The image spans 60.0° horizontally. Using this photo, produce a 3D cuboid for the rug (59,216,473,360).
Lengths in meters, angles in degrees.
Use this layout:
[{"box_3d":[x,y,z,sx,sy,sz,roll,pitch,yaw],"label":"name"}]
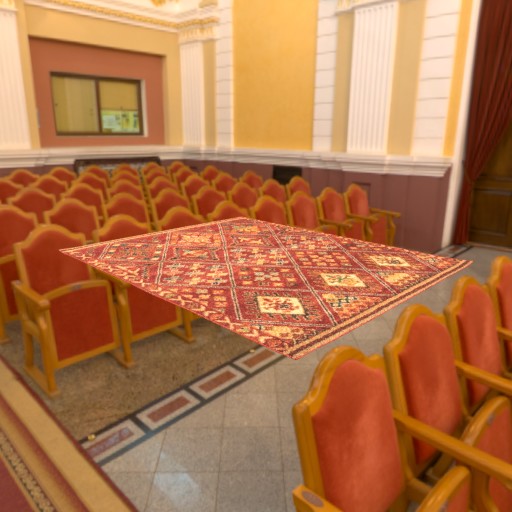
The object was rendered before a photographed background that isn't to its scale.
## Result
[{"box_3d":[0.000,0.000,4.206,2.489,0.030,3.086,-15,22,-43],"label":"rug"}]
